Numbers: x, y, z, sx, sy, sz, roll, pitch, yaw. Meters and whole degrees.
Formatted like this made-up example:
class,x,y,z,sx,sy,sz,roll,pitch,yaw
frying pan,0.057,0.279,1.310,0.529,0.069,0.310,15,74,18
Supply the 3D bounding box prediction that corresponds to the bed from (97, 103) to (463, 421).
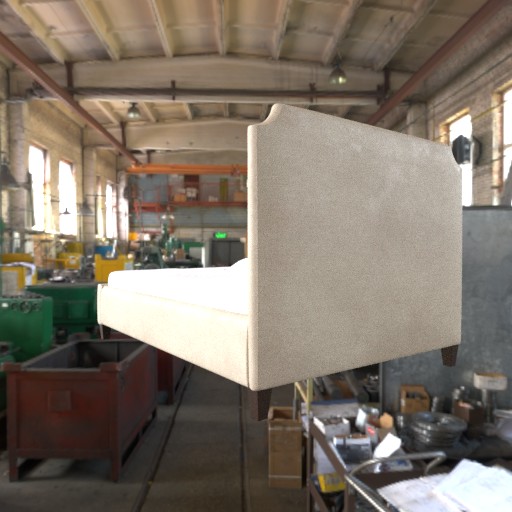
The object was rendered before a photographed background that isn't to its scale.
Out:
class,x,y,z,sx,sy,sz,roll,pitch,yaw
bed,0.000,0.000,3.365,1.712,1.443,2.372,-1,1,-36
